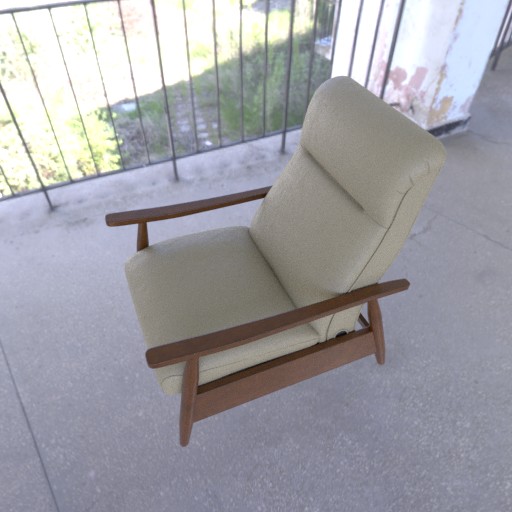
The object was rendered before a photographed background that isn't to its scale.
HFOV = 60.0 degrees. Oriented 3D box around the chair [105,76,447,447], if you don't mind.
[{"bbox_3d":[0.000,0.000,1.744,1.014,1.082,0.762,-17,47,-16],"label":"chair"}]
